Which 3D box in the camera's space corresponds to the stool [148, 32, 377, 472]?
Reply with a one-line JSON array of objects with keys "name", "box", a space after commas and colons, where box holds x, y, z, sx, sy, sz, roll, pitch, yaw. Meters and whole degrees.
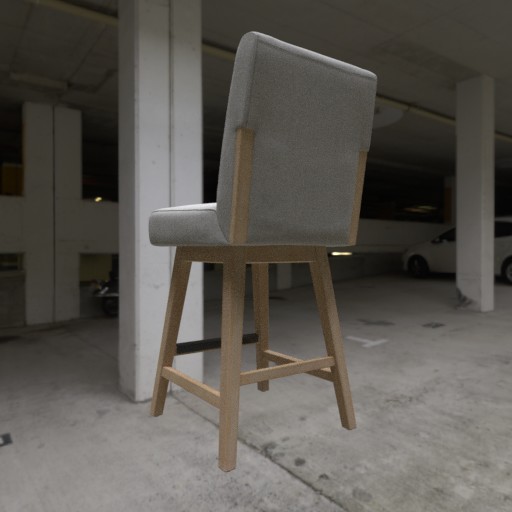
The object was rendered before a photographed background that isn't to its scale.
[{"name": "stool", "box": [0.000, 0.000, 1.408, 0.507, 1.085, 0.606, -1, 1, -35]}]
